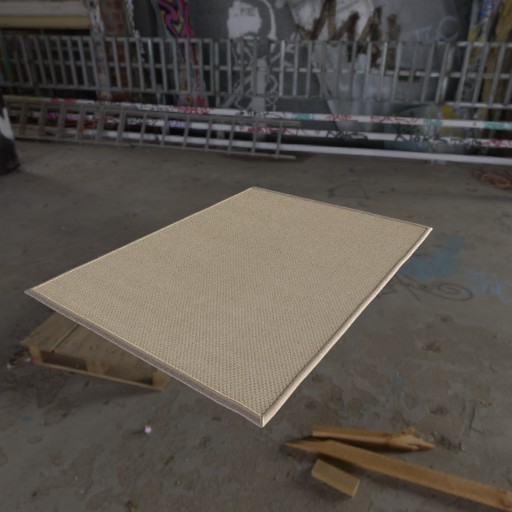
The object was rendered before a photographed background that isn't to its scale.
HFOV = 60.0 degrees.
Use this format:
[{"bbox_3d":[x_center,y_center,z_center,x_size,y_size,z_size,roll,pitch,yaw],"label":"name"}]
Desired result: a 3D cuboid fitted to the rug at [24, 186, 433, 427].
[{"bbox_3d":[0.000,0.000,2.680,1.525,0.020,2.081,18,33,31],"label":"rug"}]
